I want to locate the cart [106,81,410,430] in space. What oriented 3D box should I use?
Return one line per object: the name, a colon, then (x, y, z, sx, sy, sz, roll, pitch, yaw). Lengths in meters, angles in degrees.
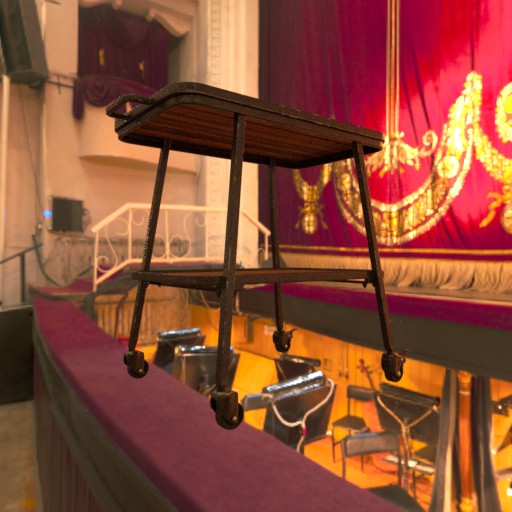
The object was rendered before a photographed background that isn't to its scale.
cart: (0.000, 0.000, 1.238, 0.806, 0.700, 0.515, 0, 0, -37)
